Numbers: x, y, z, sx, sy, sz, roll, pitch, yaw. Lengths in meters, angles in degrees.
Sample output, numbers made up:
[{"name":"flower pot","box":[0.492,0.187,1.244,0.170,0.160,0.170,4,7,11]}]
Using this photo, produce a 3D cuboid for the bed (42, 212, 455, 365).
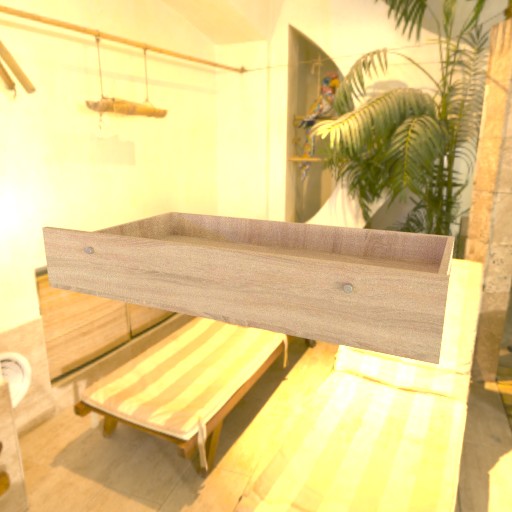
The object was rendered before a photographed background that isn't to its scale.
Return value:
[{"name":"bed","box":[0.000,0.000,1.478,1.200,0.209,0.685,7,17,25]}]
